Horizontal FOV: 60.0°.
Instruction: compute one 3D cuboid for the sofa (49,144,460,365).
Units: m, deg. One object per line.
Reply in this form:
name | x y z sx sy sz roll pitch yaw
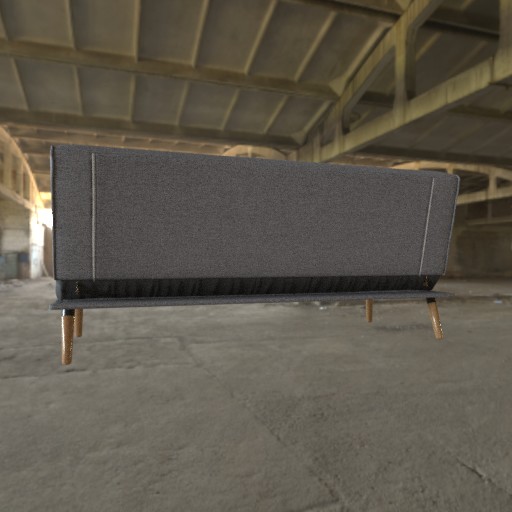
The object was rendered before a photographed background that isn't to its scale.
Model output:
sofa | 0.000 0.000 2.237 1.820 0.830 0.810 0 0 -18
